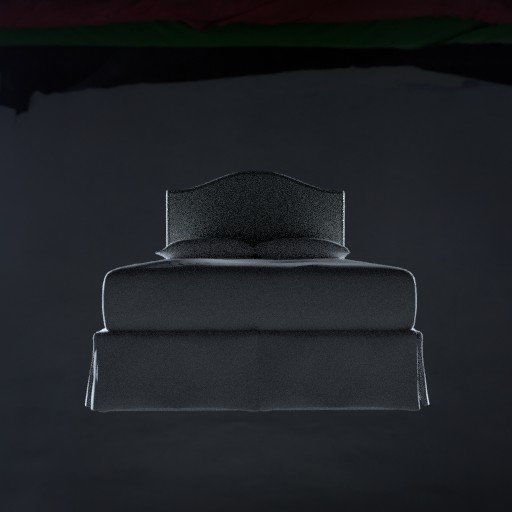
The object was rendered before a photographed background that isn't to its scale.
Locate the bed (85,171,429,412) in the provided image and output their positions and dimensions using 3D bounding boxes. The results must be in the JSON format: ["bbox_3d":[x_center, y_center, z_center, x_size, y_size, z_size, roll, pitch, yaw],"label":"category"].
[{"bbox_3d":[0.000,0.000,3.330,1.813,1.607,2.180,0,1,-1],"label":"bed"}]
